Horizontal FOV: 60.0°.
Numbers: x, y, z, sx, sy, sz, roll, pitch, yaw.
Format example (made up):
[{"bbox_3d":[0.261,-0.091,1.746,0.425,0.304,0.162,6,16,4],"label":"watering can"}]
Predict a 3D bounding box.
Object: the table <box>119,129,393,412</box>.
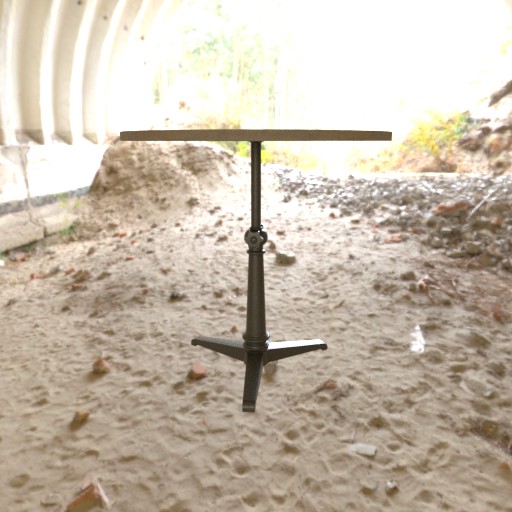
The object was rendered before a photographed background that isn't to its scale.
[{"bbox_3d":[0.000,0.000,1.452,0.800,0.780,0.800,0,15,0],"label":"table"}]
